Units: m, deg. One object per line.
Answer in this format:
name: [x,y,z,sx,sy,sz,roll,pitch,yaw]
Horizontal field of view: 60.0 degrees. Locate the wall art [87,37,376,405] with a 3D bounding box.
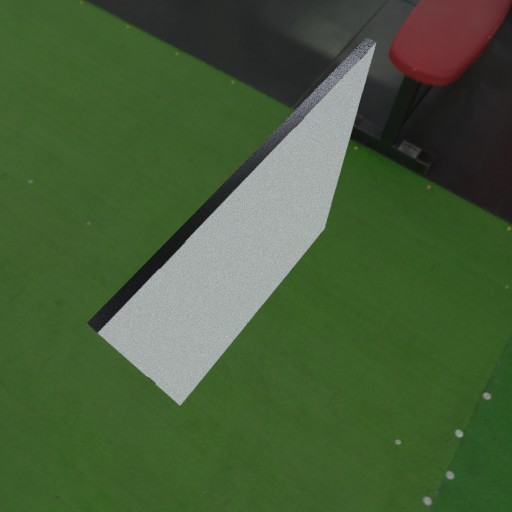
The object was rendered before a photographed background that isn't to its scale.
wall art: [0.000,0.000,0.647,0.014,0.445,0.446,35,69,16]
